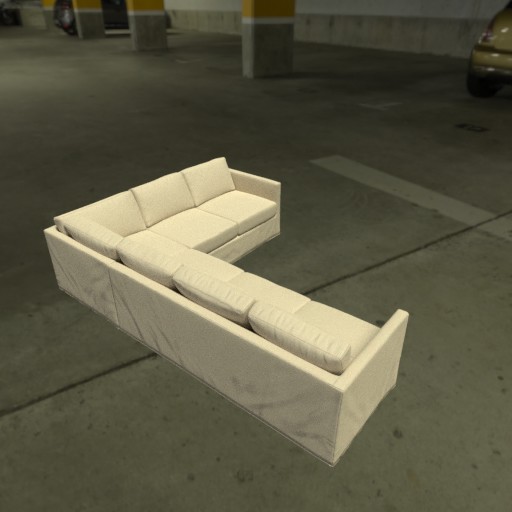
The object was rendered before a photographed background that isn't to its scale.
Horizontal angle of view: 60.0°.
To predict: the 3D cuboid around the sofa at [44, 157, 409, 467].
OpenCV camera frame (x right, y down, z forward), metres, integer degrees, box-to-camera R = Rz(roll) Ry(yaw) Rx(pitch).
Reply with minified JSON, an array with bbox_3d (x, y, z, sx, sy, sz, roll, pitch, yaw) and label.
[{"bbox_3d":[0.000,0.000,4.210,3.182,0.871,2.432,22,36,33],"label":"sofa"}]
